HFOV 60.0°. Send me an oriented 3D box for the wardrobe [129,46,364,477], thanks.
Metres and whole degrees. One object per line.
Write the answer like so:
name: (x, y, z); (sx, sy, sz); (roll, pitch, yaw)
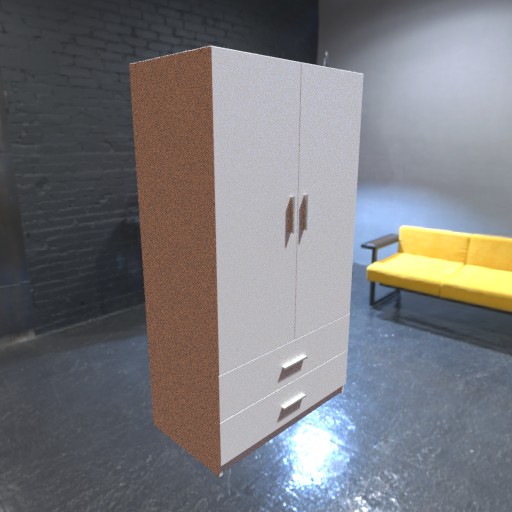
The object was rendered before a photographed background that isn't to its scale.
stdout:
wardrobe: (0.000, 0.000, 2.304); (0.577, 1.808, 0.991); (14, 21, 43)
